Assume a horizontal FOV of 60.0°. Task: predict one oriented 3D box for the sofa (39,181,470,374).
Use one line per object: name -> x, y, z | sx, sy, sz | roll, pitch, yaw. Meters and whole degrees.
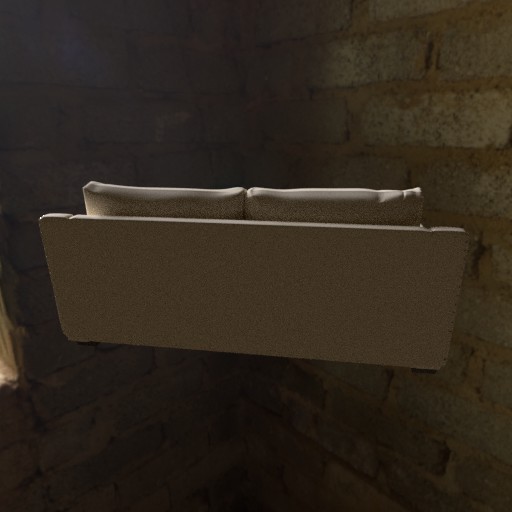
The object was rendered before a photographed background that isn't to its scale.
sofa -> 0.000, 0.000, 2.352 | 1.812, 0.830, 0.949 | 3, 17, 9
